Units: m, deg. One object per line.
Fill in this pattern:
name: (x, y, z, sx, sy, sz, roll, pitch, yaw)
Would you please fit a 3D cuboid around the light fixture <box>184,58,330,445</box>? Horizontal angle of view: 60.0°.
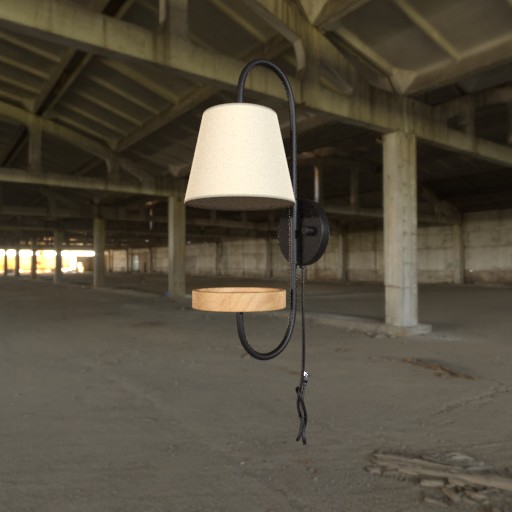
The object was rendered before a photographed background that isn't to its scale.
light fixture: (0.000, 0.000, 0.904, 0.299, 0.821, 0.220, 1, -1, -36)
